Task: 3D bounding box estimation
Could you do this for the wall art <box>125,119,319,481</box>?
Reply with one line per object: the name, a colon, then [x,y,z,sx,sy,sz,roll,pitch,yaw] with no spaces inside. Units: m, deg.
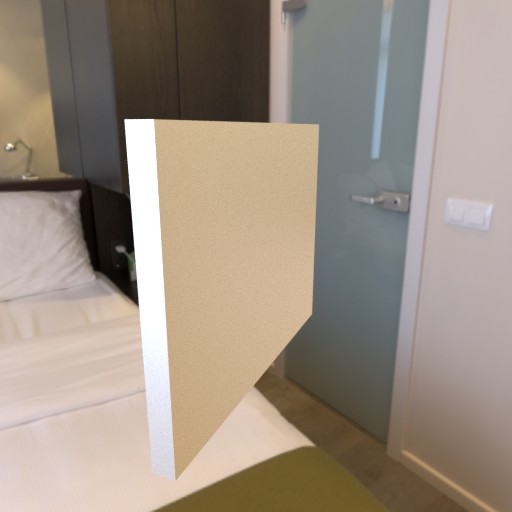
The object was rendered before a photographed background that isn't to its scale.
wall art: [0.000,0.000,1.393,0.066,0.801,1.056,7,17,23]
